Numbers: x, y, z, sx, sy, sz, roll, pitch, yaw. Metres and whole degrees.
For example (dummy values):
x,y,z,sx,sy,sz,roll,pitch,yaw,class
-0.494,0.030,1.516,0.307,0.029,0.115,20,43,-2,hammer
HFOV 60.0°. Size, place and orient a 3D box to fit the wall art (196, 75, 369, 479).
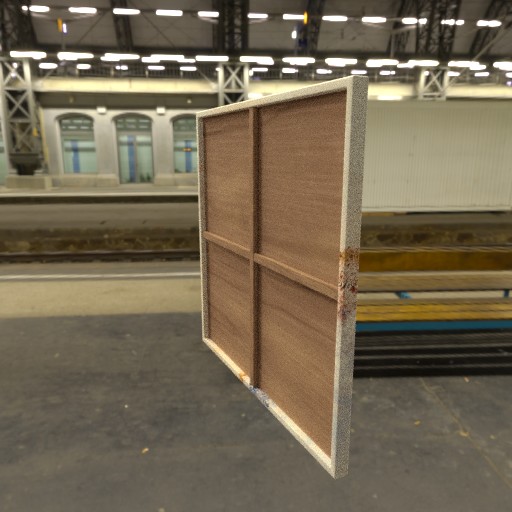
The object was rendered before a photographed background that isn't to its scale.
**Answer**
x,y,z,sx,sy,sz,roll,pitch,yaw,class
0.000,0.000,1.331,0.038,0.889,0.889,-7,15,-26,wall art
